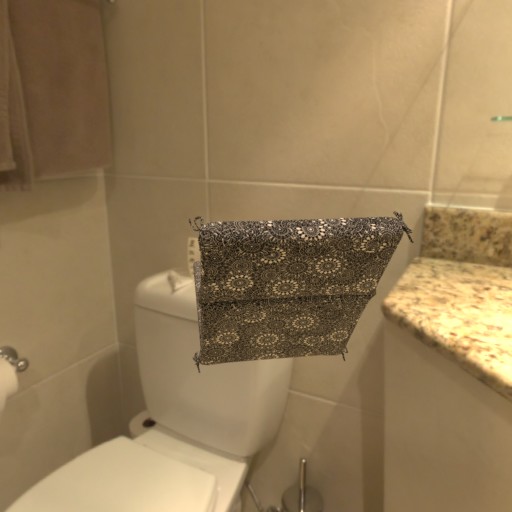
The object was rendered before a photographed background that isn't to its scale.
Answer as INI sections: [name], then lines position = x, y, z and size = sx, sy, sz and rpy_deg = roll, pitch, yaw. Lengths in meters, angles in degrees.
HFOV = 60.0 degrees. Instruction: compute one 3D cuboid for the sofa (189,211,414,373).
[sofa]
position = 0.000, 0.000, 1.924
size = 0.582, 0.622, 1.663
rpy_deg = -2, 15, -9
